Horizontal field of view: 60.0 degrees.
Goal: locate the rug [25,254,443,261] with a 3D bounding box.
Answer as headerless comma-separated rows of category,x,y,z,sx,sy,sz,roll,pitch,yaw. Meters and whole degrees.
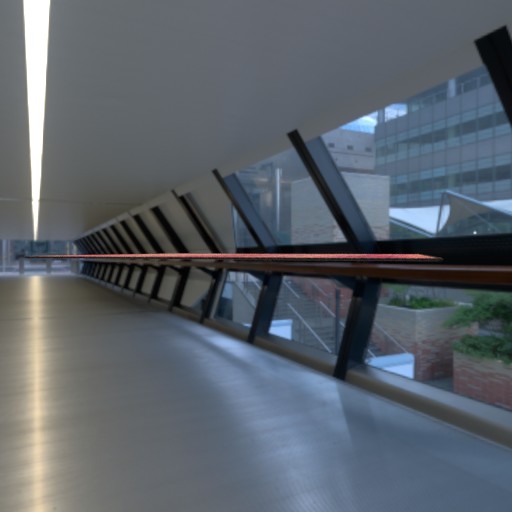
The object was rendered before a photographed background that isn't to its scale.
rug,0.000,0.000,4.148,3.032,0.020,2.411,0,1,18
